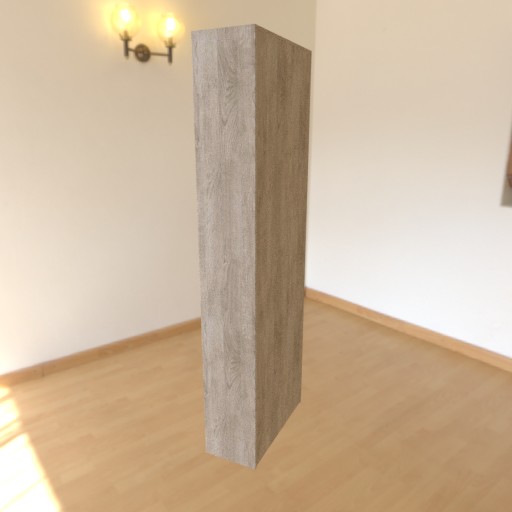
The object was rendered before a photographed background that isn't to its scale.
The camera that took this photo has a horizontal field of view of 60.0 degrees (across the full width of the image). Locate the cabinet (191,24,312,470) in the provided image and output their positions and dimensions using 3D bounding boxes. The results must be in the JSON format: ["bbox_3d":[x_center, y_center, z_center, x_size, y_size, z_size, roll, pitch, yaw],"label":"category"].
[{"bbox_3d":[0.000,0.000,1.847,0.250,1.630,0.520,7,17,25],"label":"cabinet"}]
